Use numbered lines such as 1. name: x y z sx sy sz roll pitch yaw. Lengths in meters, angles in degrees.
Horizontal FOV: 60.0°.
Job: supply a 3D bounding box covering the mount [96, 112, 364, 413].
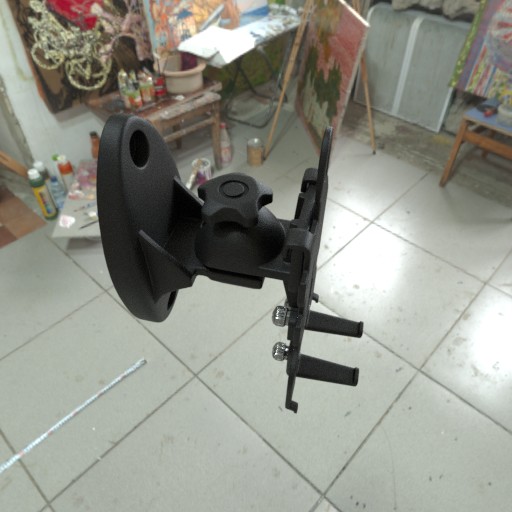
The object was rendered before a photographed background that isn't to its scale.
1. mount: 0.000 0.000 0.177 0.100 0.118 0.066 10 47 10
